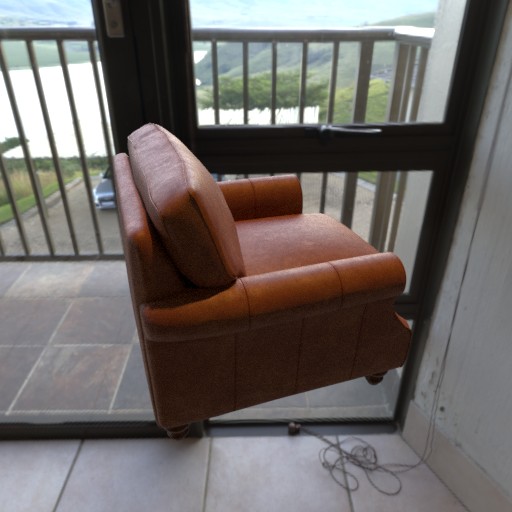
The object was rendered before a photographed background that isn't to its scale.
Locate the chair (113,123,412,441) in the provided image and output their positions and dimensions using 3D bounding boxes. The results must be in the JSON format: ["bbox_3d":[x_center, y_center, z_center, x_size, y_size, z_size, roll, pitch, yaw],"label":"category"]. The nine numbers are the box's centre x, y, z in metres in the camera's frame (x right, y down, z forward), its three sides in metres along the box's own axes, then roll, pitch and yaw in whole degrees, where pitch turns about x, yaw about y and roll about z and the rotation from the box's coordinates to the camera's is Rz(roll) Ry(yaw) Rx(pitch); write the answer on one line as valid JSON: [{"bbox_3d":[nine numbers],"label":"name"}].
[{"bbox_3d":[0.000,0.000,1.754,0.986,0.962,0.983,-10,31,-17],"label":"chair"}]
